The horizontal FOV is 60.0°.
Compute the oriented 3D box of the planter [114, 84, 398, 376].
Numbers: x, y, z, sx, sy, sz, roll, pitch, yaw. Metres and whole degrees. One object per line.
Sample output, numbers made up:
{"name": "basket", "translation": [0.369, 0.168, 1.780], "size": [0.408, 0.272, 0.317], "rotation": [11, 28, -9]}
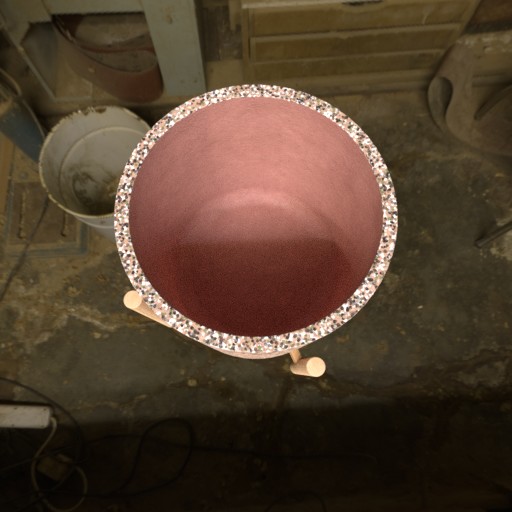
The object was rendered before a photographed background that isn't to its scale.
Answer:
{"name": "planter", "translation": [0.000, 0.000, 0.677], "size": [0.360, 0.419, 0.360], "rotation": [-3, 76, -1]}
